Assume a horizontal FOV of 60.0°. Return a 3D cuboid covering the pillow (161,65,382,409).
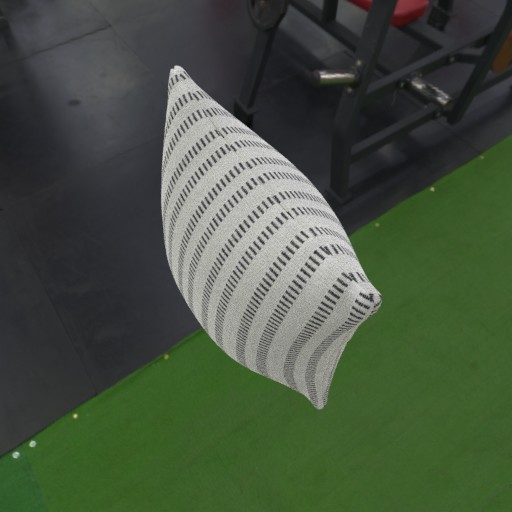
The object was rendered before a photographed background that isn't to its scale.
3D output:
[{"bbox_3d":[0.000,0.000,0.695,0.247,0.419,0.438,-29,62,-17],"label":"pillow"}]
